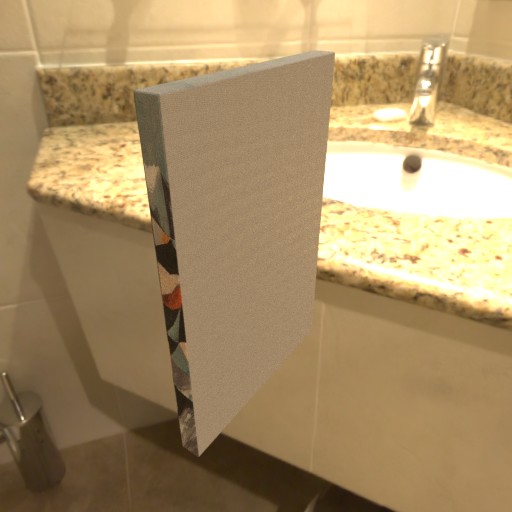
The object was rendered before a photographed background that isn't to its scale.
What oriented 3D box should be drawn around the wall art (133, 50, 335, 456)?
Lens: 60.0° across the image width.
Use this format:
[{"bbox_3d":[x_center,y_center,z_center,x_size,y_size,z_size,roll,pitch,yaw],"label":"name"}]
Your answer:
[{"bbox_3d":[0.000,0.000,1.147,0.061,0.911,0.609,20,37,29],"label":"wall art"}]
